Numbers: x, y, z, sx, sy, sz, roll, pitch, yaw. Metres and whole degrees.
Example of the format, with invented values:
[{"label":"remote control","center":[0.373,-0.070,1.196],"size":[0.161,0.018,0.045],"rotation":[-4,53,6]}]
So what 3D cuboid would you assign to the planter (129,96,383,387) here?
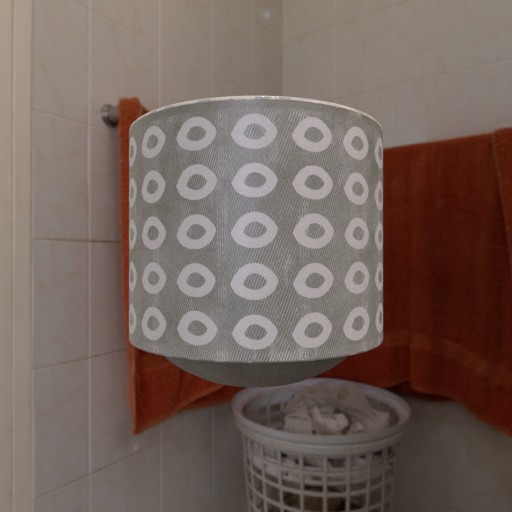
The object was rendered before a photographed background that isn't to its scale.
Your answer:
[{"label":"planter","center":[0.000,0.000,0.345],"size":[0.190,0.181,0.190],"rotation":[0,0,0]}]
